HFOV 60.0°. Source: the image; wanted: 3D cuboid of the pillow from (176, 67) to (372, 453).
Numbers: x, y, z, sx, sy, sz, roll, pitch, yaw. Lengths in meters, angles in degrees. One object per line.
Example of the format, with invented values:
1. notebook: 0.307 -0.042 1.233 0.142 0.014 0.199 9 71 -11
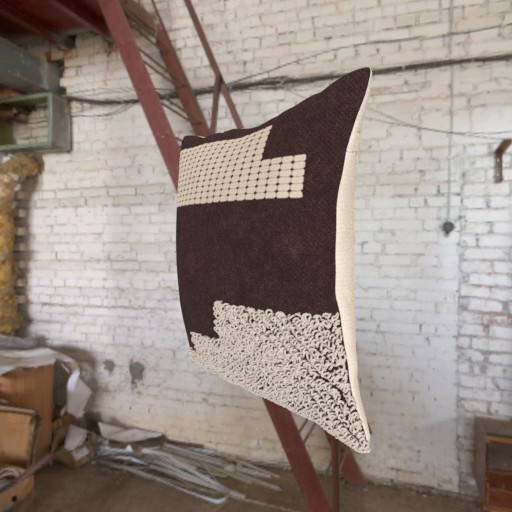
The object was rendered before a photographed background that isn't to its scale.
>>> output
1. pillow: 0.000 0.000 0.719 0.178 0.473 0.475 -1 2 -36
